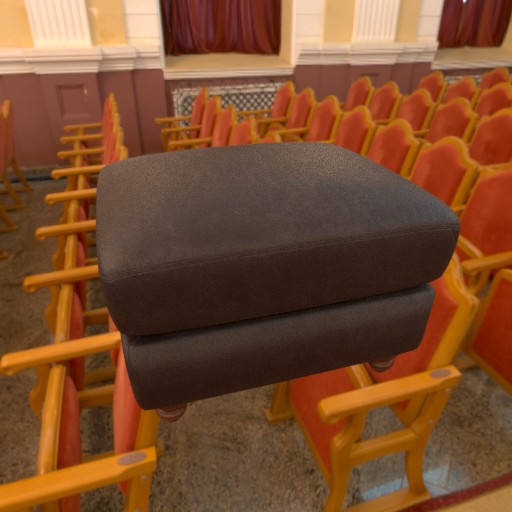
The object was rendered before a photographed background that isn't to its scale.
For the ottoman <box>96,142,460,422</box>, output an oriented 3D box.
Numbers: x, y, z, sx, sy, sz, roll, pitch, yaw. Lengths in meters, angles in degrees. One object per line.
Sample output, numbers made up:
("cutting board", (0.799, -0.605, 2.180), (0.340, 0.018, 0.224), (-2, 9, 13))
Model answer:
("ottoman", (0.000, 0.000, 1.255), (0.806, 0.569, 0.670), (-8, 29, -15))
